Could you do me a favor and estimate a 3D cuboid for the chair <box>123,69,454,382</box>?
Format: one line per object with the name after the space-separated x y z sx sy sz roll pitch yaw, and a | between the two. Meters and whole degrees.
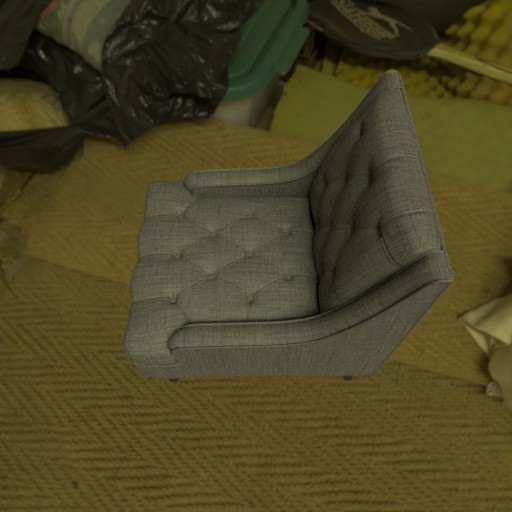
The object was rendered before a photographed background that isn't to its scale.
0.000 0.000 1.384 0.771 0.891 0.655 0 60 0 | chair
